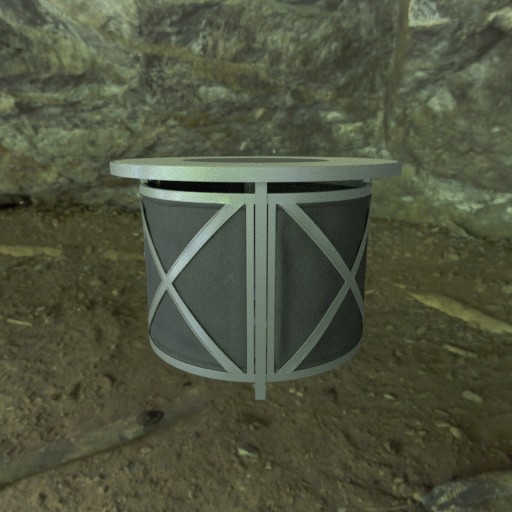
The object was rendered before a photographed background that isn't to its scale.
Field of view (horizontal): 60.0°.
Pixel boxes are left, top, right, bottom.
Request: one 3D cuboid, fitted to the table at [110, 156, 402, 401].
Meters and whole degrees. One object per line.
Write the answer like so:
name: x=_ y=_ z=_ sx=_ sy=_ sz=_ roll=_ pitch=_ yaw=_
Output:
table: x=0.000 y=0.000 z=1.533 sx=0.914 sy=0.650 sz=0.914 roll=0 pitch=14 yaw=0
